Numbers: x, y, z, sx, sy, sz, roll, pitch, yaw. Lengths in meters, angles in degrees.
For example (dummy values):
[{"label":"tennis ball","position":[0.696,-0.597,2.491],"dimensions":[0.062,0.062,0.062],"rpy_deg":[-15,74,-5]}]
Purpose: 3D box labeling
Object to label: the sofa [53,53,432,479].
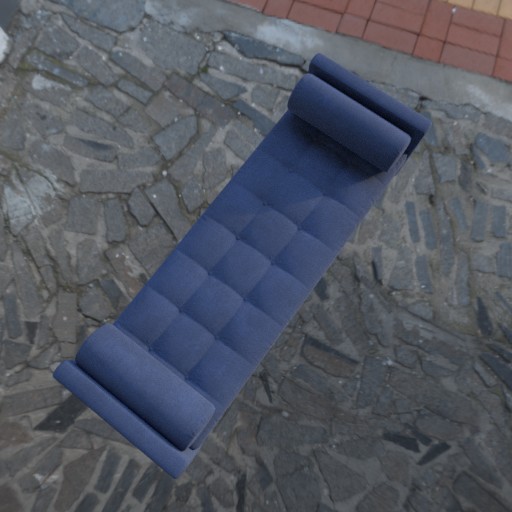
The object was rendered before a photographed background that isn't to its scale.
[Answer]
[{"label":"sofa","position":[0.000,0.000,2.289],"dimensions":[0.686,0.635,1.981],"rpy_deg":[36,78,8]}]
